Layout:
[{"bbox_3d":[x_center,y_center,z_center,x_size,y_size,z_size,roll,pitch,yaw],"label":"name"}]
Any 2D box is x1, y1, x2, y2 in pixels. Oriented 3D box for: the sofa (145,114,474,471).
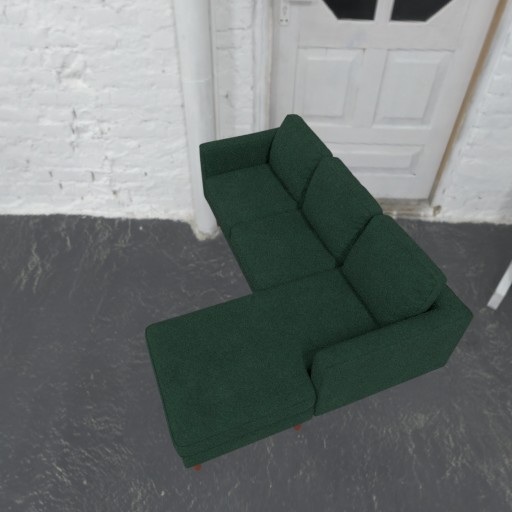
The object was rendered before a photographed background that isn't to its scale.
[{"bbox_3d":[0.000,0.000,2.838,1.580,0.899,2.030,-16,48,-15],"label":"sofa"}]
